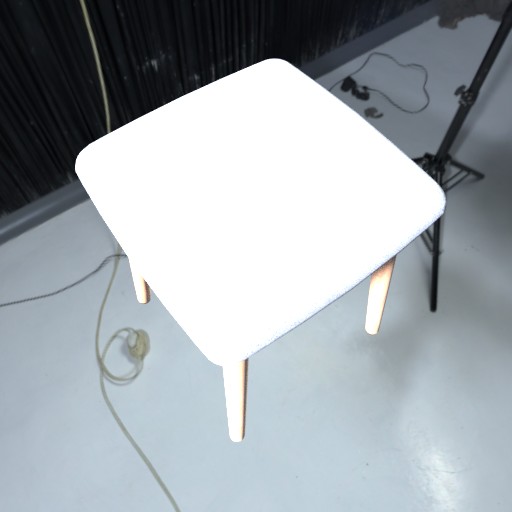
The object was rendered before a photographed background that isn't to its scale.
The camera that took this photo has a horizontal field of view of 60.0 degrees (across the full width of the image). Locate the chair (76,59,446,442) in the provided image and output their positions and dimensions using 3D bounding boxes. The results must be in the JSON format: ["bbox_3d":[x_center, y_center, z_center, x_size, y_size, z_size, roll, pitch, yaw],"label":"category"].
[{"bbox_3d":[0.000,0.000,0.689,0.350,0.440,0.350,-33,65,-18],"label":"chair"}]
